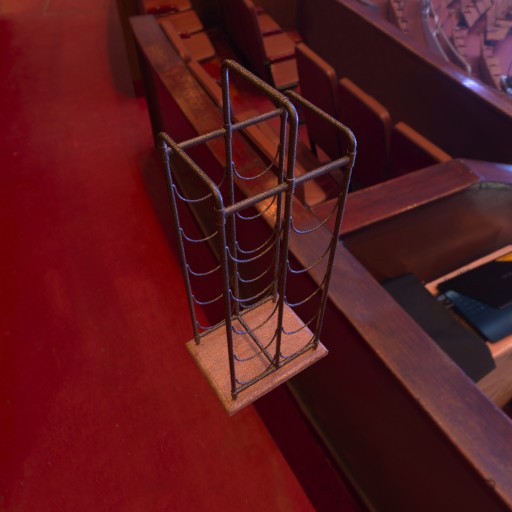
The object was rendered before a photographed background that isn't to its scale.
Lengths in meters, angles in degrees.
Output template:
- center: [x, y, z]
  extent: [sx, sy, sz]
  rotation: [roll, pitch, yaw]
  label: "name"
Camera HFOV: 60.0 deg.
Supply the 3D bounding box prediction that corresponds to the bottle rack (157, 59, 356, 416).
- center: [0.000, 0.000, 0.823]
  extent: [0.276, 0.680, 0.208]
  rotation: [-26, 53, -22]
  label: "bottle rack"
